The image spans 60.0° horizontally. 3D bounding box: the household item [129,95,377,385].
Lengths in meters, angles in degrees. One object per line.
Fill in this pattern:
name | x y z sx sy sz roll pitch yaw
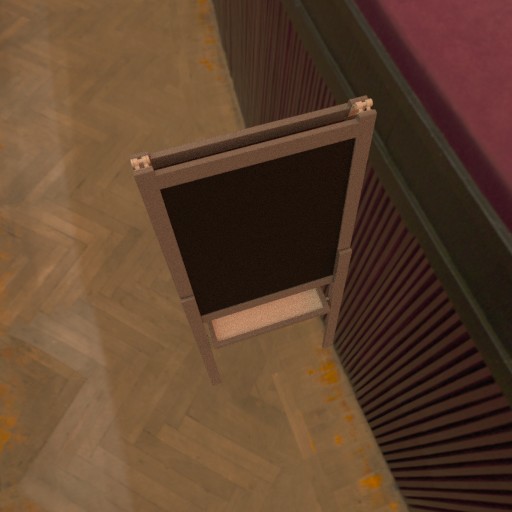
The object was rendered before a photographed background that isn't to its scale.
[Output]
household item | 0.000 0.000 1.444 0.531 1.172 0.469 -17 64 -8
